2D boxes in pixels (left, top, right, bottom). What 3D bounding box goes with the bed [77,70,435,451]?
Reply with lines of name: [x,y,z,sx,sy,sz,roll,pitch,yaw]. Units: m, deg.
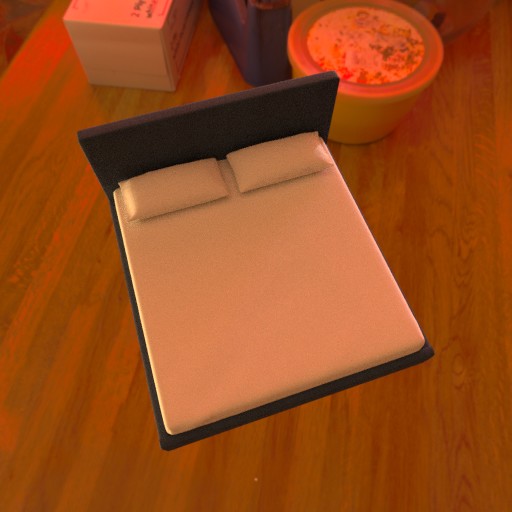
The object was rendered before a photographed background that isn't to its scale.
bed: [0.000,0.000,3.469,2.096,1.231,2.232,-16,64,-8]
